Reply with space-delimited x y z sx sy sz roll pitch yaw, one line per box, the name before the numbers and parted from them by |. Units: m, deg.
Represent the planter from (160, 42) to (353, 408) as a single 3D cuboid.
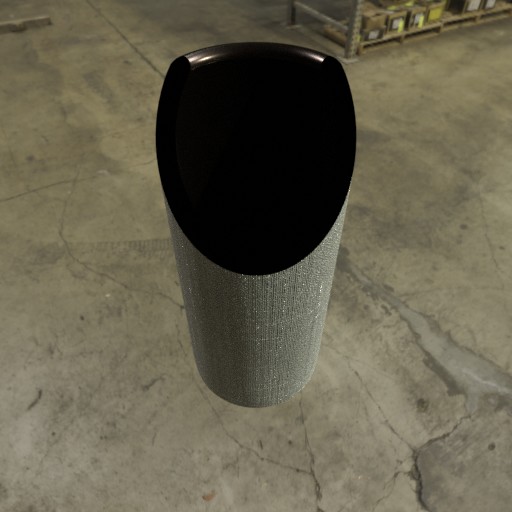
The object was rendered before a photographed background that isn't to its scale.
planter | 0.000 0.000 0.128 0.045 0.103 0.045 -23 51 -21
